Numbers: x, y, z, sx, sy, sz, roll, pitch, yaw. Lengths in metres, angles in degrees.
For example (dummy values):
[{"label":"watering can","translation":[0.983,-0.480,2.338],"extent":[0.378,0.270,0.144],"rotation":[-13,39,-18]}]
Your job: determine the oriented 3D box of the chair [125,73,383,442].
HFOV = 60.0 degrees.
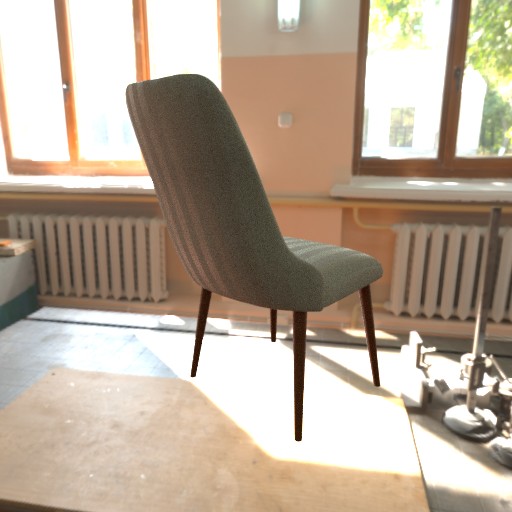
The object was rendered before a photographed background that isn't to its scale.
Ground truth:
[{"label":"chair","translation":[0.000,0.000,1.307],"extent":[0.684,0.917,0.526],"rotation":[-13,19,-43]}]
